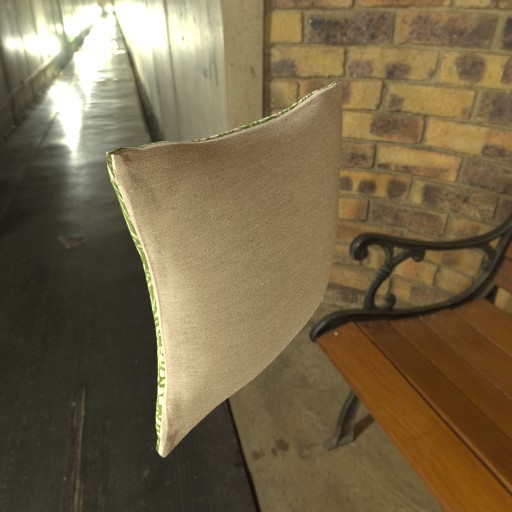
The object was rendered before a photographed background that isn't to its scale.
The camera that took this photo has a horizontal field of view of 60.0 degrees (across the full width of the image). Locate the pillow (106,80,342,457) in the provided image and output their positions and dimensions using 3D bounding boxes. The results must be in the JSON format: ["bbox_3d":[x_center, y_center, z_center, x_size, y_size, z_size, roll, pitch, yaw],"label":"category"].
[{"bbox_3d":[0.000,0.000,0.637,0.162,0.419,0.440,21,37,31],"label":"pillow"}]
